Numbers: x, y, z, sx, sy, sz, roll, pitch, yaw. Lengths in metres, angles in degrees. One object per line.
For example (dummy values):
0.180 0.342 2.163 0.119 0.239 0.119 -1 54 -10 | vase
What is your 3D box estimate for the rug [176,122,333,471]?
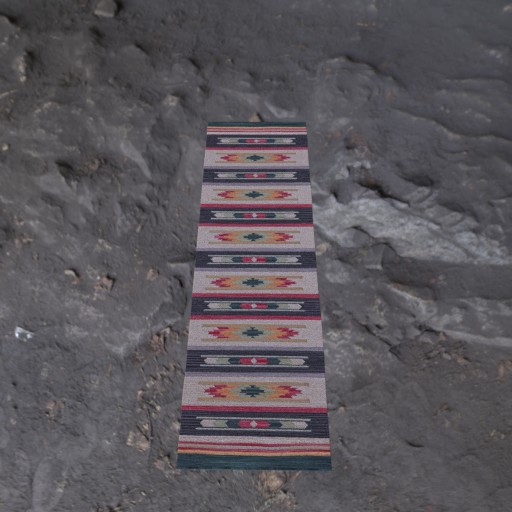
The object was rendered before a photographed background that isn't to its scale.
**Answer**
0.000 0.000 2.783 0.760 0.009 2.440 0 58 0 | rug
